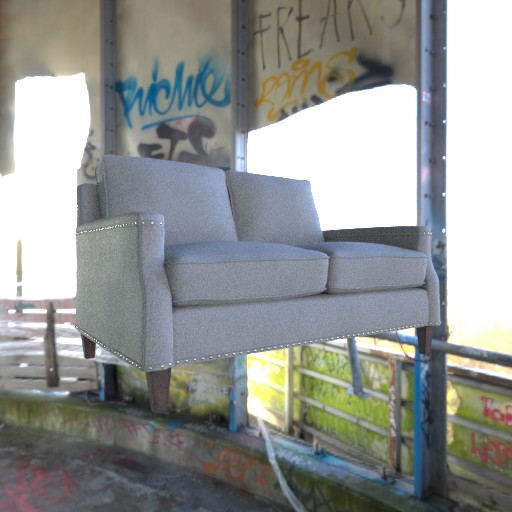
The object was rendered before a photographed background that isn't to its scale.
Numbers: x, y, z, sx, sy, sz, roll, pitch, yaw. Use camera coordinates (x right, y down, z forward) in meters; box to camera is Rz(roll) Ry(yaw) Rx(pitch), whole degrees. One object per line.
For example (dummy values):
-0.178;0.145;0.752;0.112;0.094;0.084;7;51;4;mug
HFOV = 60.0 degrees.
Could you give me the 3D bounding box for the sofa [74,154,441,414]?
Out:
0.000;0.000;2.249;1.597;1.003;1.084;0;1;-35;sofa
